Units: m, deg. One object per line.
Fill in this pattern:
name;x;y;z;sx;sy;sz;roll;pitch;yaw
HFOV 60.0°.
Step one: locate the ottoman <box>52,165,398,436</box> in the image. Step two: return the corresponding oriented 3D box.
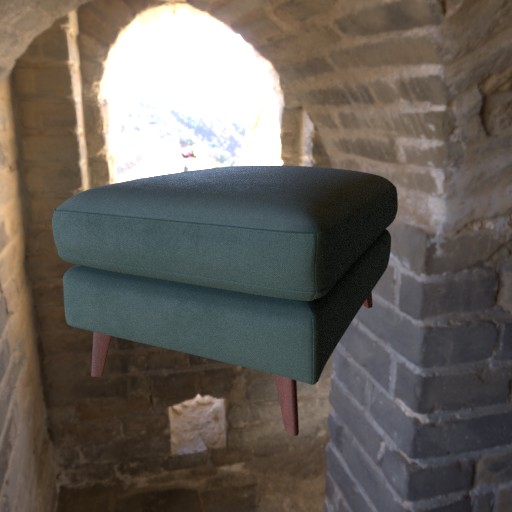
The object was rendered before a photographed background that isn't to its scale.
ottoman;0.000;0.000;1.164;0.608;0.449;0.811;7;17;24
